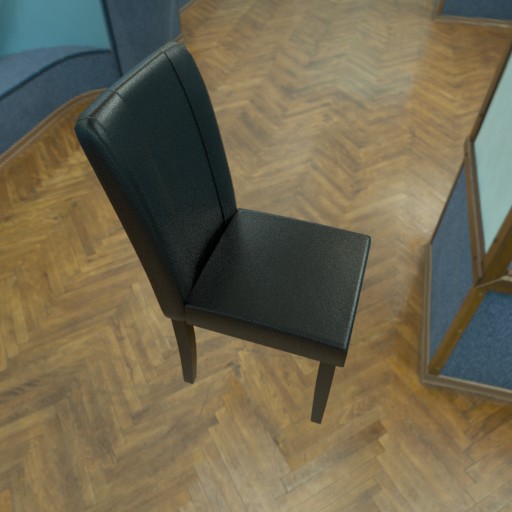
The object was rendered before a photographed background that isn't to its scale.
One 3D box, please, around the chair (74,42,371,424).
[{"bbox_3d":[0.000,0.000,1.150,0.556,0.897,0.399,13,48,13],"label":"chair"}]
